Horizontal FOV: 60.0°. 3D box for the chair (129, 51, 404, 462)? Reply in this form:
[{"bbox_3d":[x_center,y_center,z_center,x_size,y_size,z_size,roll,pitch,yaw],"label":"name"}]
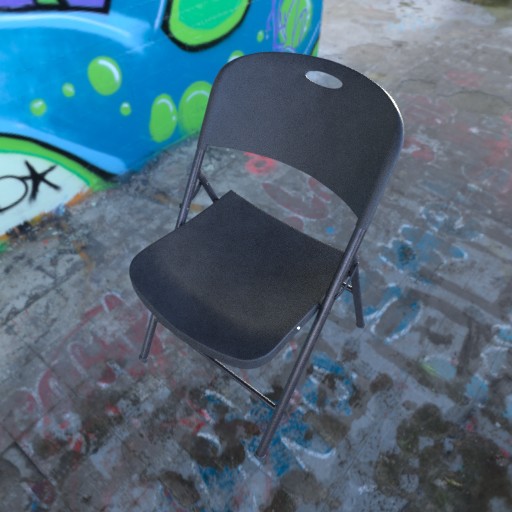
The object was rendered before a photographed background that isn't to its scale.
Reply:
[{"bbox_3d":[0.000,0.000,1.129,0.494,0.810,0.567,31,54,25],"label":"chair"}]
